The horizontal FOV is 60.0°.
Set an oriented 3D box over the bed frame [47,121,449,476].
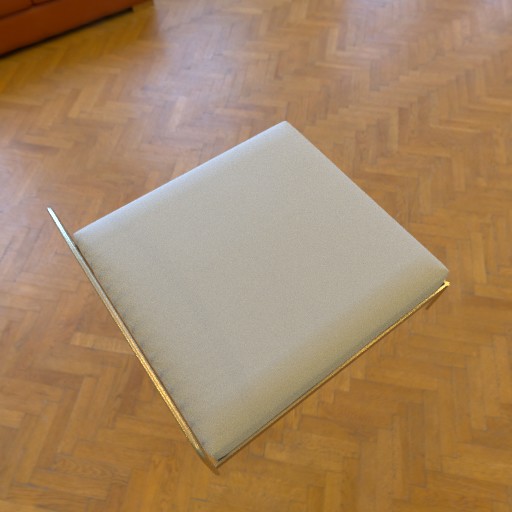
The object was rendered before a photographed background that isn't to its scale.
[{"bbox_3d":[0.000,0.000,3.318,2.152,1.174,2.016,-32,65,-17],"label":"bed frame"}]
